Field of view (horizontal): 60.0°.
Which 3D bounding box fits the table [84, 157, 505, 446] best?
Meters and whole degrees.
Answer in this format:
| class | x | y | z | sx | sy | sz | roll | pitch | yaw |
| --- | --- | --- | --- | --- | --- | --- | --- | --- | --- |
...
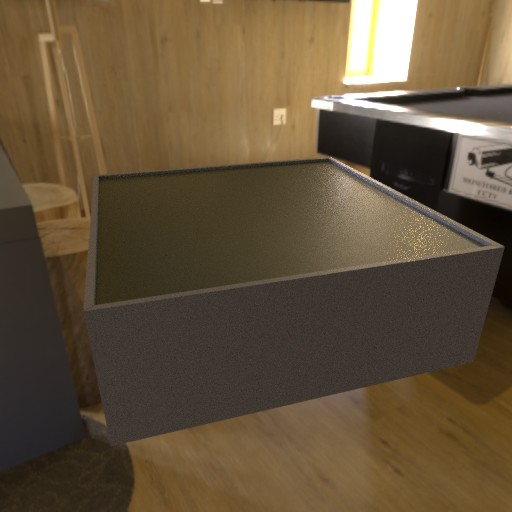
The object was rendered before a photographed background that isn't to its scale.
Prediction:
| class | x | y | z | sx | sy | sz | roll | pitch | yaw |
| --- | --- | --- | --- | --- | --- | --- | --- | --- | --- |
| table | 0.000 | 0.000 | 1.196 | 0.801 | 0.299 | 0.801 | -8 | 27 | -15 |
